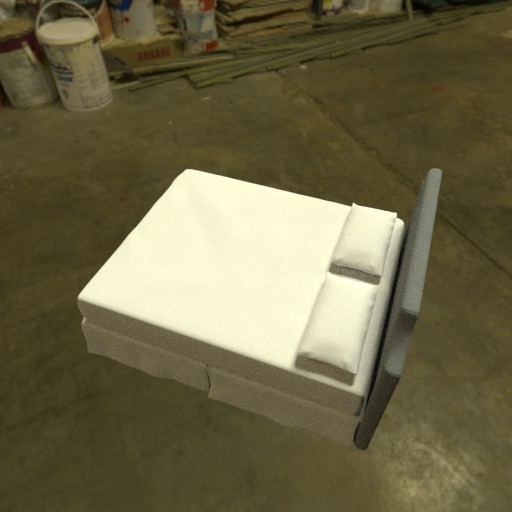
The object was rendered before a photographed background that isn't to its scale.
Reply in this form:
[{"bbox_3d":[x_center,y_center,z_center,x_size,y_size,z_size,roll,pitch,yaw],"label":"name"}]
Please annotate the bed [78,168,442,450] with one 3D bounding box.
[{"bbox_3d":[0.000,0.000,3.379,2.259,1.296,1.811,16,48,15],"label":"bed"}]
